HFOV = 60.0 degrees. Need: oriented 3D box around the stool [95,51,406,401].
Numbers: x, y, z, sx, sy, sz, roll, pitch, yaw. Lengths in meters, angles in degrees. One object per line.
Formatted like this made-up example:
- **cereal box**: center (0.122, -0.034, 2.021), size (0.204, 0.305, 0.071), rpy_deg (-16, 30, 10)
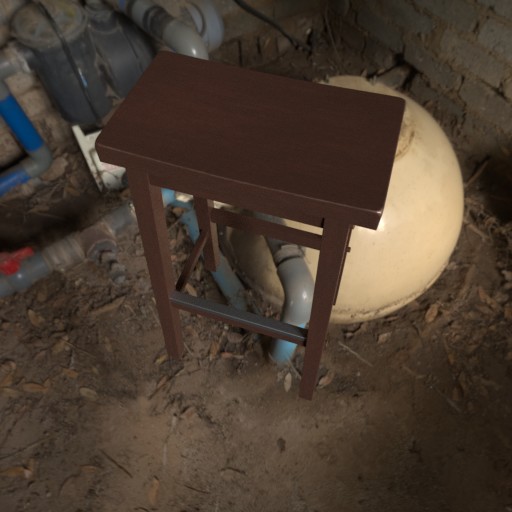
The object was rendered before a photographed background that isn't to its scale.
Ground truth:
- **stool**: center (0.000, 0.000, 0.955), size (0.406, 0.742, 0.322), rpy_deg (15, 59, 9)
